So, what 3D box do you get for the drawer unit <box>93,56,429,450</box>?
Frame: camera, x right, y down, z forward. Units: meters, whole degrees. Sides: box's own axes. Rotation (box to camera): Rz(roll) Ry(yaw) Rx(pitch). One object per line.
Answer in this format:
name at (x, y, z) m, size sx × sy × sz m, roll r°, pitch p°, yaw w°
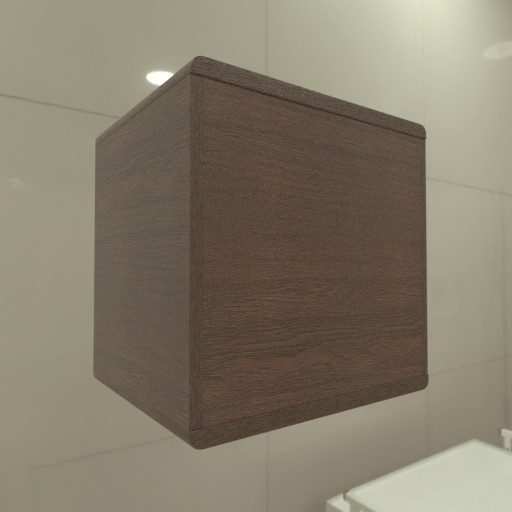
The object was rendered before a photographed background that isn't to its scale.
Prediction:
drawer unit at (0.000, 0.000, 0.596) m, size 0.344 × 0.344 × 0.290 m, roll 1°, pitch -2°, yaw -36°
